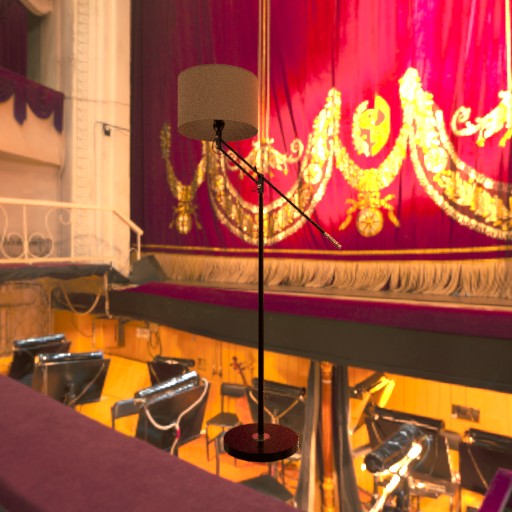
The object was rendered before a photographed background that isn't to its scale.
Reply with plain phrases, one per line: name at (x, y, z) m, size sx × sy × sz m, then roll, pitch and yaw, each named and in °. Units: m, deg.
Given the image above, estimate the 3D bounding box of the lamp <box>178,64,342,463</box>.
lamp at (0.000, 0.000, 1.931) m, size 0.809 × 1.635 × 0.373 m, roll 0°, pitch 0°, yaw 36°
